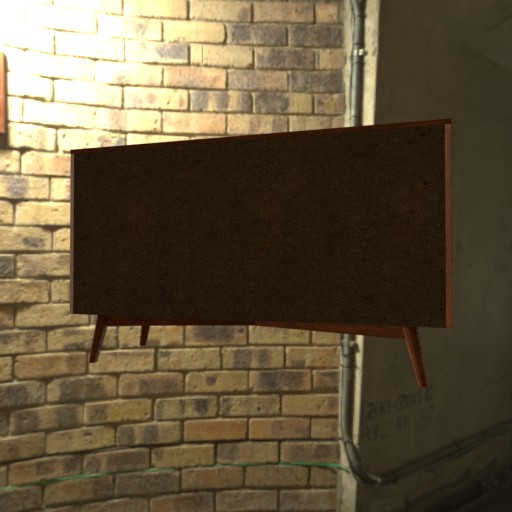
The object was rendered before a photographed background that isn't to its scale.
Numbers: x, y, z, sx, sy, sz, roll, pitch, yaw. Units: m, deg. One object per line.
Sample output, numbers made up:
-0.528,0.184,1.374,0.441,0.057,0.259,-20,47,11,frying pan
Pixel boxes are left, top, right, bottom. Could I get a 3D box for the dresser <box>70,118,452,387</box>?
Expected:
0.000,0.000,1.886,1.472,0.889,0.500,0,-1,16,dresser
